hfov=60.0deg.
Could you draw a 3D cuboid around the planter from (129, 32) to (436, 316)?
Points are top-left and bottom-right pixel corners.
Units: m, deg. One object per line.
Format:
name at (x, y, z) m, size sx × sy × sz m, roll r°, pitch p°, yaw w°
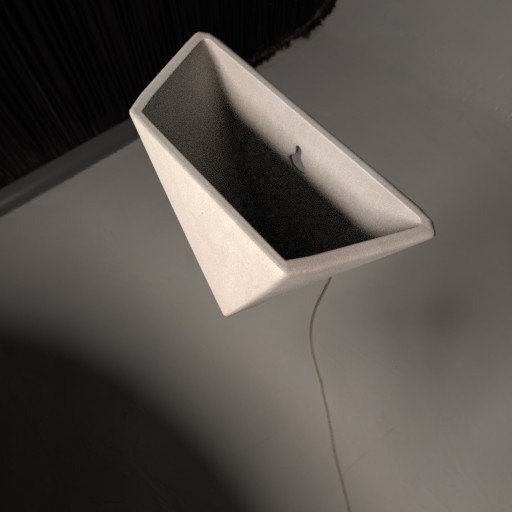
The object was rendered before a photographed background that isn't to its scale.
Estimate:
planter at (0.000, 0.000, 0.271) m, size 0.060 × 0.197 × 0.150 m, roll -36°, pitch 68°, yaw -17°
